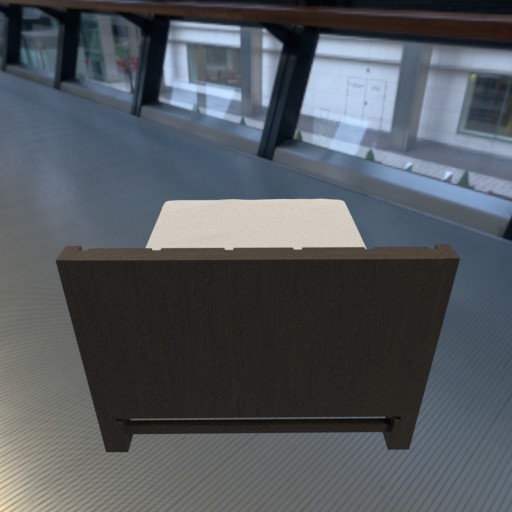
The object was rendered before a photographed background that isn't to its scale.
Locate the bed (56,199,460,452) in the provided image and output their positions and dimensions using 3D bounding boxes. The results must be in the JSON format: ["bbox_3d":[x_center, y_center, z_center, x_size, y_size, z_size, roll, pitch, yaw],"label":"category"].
[{"bbox_3d":[0.000,0.000,3.176,1.727,1.270,2.242,0,30,-1],"label":"bed"}]
